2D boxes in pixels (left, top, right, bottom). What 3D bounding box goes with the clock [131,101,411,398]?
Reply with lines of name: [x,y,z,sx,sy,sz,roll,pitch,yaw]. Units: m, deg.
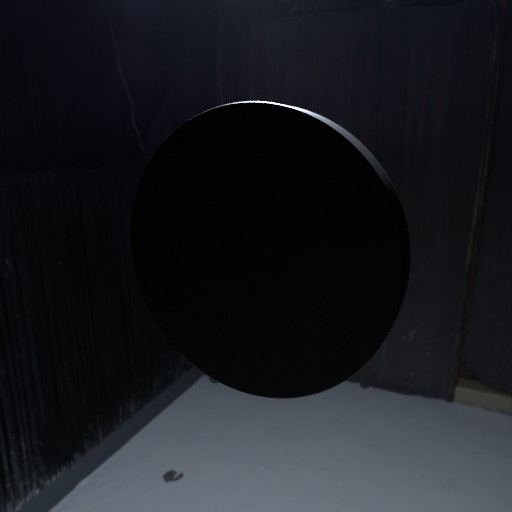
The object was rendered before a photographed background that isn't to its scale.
clock: [0.000,0.000,0.479,0.314,0.314,0.040,7,16,26]
